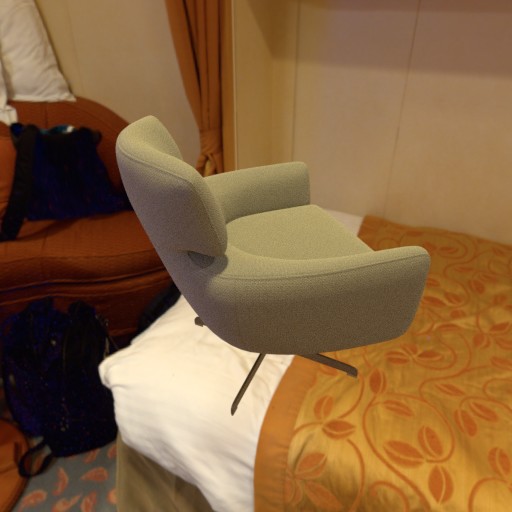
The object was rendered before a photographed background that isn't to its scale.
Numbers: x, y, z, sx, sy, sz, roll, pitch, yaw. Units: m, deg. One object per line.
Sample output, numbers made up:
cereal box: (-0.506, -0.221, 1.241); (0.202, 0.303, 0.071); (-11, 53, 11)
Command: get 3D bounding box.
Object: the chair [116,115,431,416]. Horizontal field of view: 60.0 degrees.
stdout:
chair: (0.000, 0.000, 1.383); (0.730, 0.810, 0.760); (-11, 33, -18)
